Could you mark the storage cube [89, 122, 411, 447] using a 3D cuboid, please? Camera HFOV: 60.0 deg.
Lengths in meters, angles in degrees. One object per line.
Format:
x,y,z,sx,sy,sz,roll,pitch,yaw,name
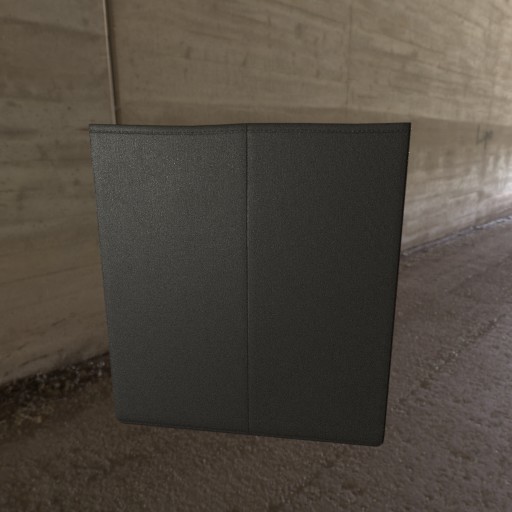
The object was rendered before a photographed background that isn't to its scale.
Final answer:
0.000,0.000,0.502,0.270,0.280,0.270,2,15,8,storage cube
